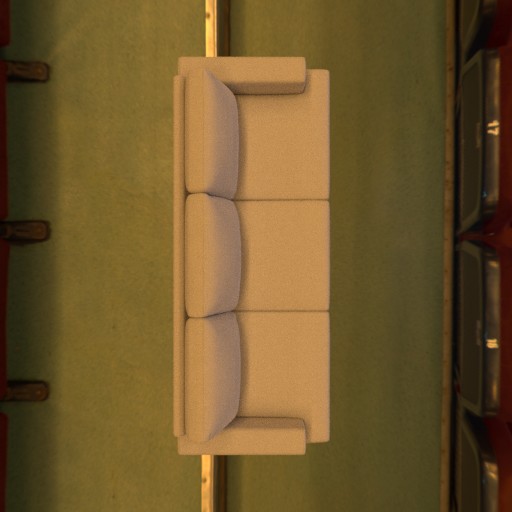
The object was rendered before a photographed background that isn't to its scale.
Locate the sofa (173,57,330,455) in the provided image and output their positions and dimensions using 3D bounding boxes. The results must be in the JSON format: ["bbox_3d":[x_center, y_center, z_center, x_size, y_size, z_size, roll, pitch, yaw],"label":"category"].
[{"bbox_3d":[0.000,0.000,2.712,0.920,0.810,2.310,0,90,0],"label":"sofa"}]
